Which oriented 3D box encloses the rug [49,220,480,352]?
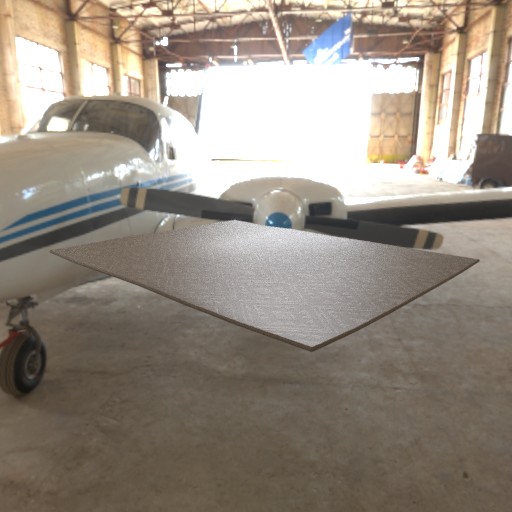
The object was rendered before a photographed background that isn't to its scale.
[{"bbox_3d":[0.000,0.000,3.942,3.011,0.054,2.399,13,19,42],"label":"rug"}]
